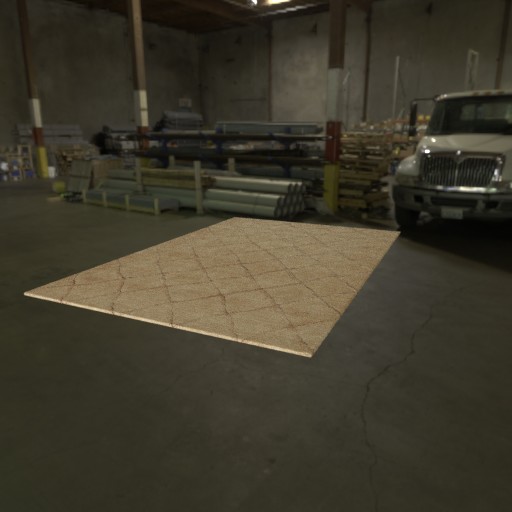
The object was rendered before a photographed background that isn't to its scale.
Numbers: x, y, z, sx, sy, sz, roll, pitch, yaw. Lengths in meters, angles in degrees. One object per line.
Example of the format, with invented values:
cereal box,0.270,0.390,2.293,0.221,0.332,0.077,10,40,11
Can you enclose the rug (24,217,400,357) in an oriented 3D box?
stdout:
rug,0.000,0.000,2.935,1.528,0.014,2.292,7,17,24
